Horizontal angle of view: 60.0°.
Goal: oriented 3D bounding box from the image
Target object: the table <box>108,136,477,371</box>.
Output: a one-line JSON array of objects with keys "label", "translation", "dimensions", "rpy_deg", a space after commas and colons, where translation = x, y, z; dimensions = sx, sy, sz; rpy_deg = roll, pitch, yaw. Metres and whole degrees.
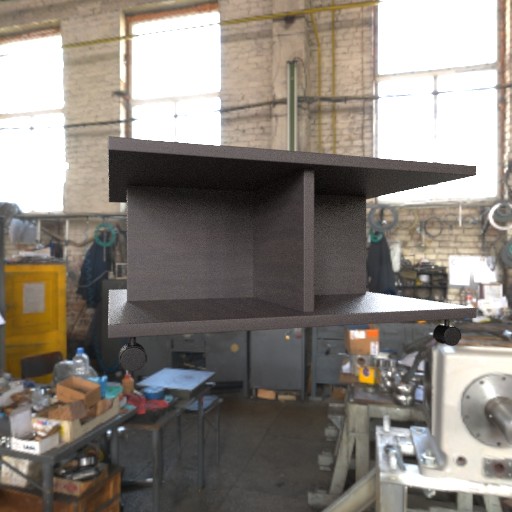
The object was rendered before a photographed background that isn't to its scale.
[{"label": "table", "translation": [0.000, 0.000, 1.207], "dimensions": [0.762, 0.396, 0.762], "rpy_deg": [0, 0, -18]}]
